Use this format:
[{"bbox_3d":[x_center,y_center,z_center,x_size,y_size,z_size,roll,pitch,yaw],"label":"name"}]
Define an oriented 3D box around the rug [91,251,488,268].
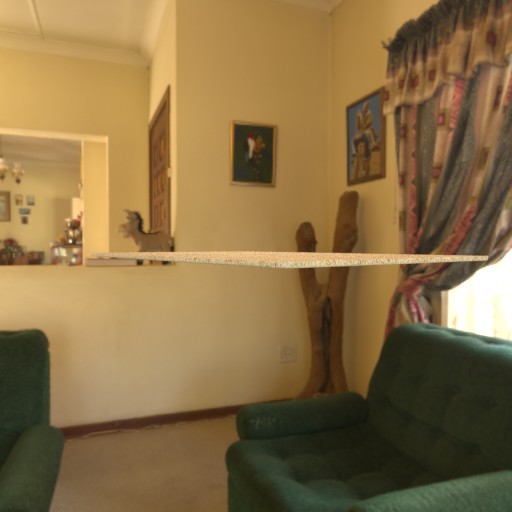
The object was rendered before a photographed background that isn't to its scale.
[{"bbox_3d":[0.000,0.000,2.960,1.500,0.025,2.349,-1,2,-36],"label":"rug"}]
